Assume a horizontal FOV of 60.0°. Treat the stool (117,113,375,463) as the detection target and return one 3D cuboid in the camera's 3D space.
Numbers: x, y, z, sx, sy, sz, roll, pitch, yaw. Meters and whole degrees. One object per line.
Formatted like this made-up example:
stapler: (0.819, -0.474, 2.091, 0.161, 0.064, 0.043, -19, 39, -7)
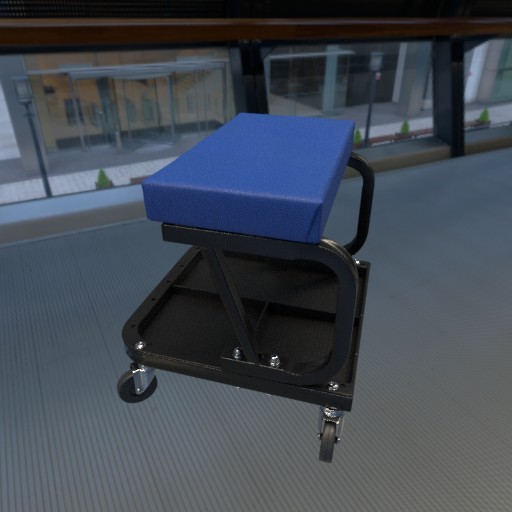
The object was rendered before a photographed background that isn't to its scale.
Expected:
stool: (0.000, 0.000, 0.734, 0.371, 0.380, 0.446, 8, 31, 14)
